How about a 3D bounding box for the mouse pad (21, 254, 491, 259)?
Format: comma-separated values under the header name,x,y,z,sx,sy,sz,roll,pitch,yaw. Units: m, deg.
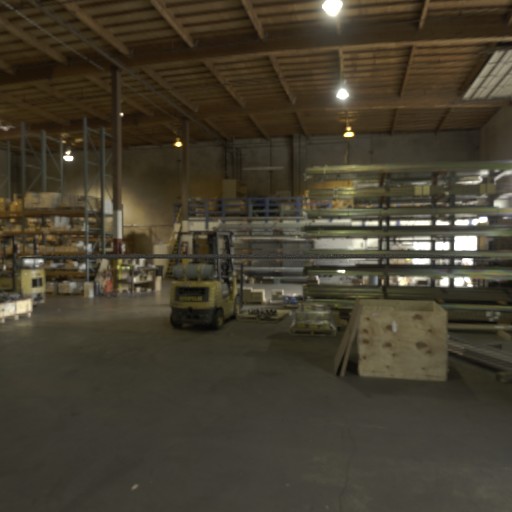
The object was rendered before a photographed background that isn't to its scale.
name,x,y,z,sx,sy,sz,roll,pitch,yaw
mouse pad,0.000,0.000,1.043,0.907,0.003,0.424,0,1,0
